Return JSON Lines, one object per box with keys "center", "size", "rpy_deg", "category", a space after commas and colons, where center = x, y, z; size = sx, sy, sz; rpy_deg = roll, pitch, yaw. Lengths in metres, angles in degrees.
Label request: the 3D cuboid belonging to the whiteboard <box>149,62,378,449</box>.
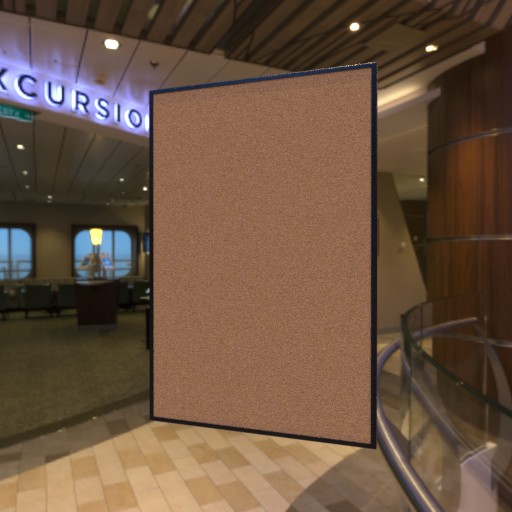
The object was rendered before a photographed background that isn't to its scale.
{"center": [0.000, 0.000, 0.770], "size": [0.406, 0.611, 0.026], "rpy_deg": [0, 0, 18], "category": "whiteboard"}
